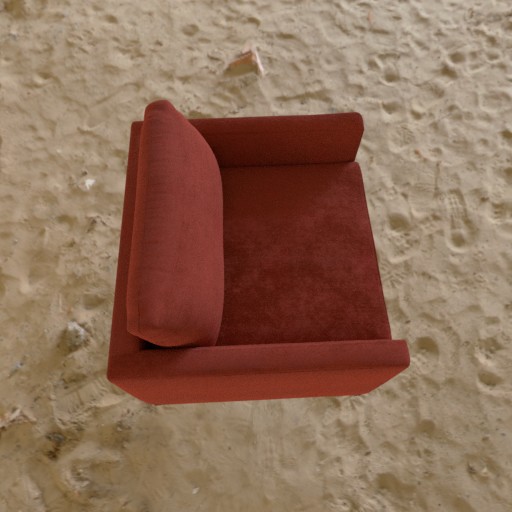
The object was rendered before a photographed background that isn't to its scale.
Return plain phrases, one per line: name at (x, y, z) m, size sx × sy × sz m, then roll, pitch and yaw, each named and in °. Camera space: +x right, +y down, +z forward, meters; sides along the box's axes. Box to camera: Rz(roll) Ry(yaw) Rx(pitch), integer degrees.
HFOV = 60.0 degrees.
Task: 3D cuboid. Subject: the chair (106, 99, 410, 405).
chair at (0.000, 0.000, 1.614) m, size 0.875 × 0.812 × 0.964 m, roll -2°, pitch 64°, yaw -1°
